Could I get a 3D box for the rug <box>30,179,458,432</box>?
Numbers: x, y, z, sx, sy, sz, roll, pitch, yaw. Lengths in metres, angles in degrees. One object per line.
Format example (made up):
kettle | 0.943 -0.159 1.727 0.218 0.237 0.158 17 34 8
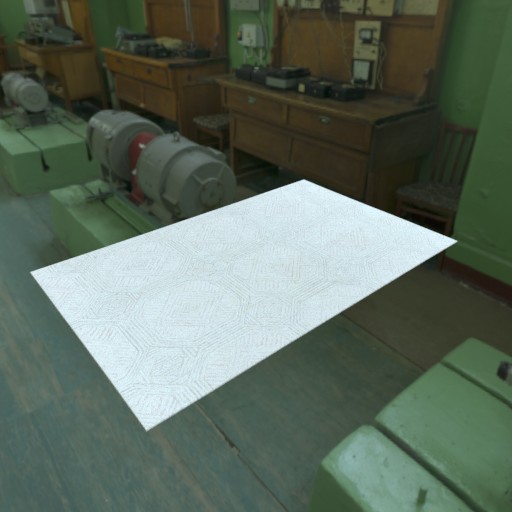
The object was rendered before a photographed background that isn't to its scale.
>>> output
rug | 0.000 0.000 2.959 2.440 0.008 1.524 -24 38 -33
